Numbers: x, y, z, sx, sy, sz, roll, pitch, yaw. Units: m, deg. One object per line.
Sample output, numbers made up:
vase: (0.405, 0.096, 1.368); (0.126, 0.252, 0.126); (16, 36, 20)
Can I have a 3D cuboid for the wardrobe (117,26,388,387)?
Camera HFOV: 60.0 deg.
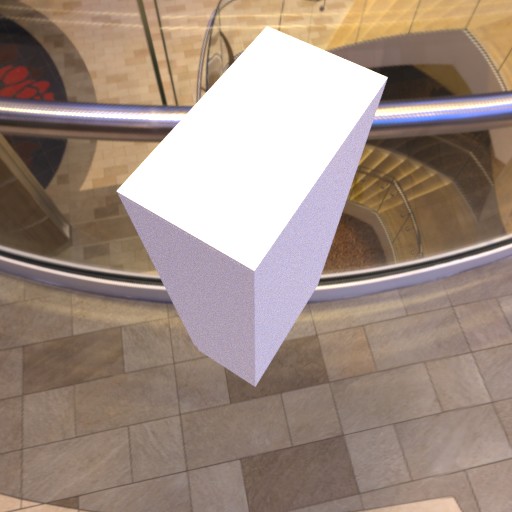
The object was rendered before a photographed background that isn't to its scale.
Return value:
wardrobe: (0.000, 0.000, 2.032); (0.470, 1.700, 0.760); (30, 68, 13)
